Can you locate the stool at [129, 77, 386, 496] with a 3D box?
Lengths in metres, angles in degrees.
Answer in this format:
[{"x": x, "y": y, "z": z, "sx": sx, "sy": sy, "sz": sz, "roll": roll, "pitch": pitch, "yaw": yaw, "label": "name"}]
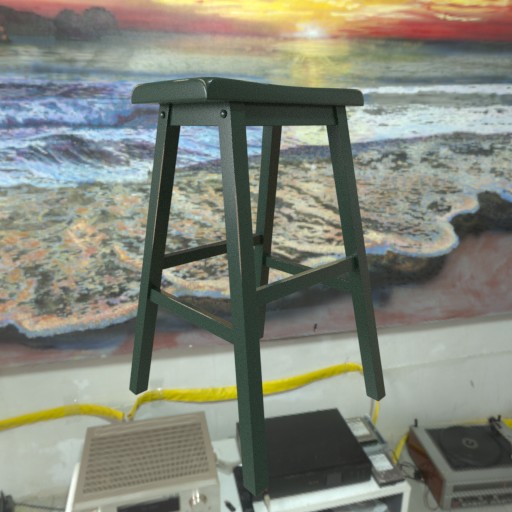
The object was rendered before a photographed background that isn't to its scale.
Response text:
[{"x": 0.000, "y": 0.000, "z": 1.032, "sx": 0.457, "sy": 0.737, "sz": 0.476, "roll": -16, "pitch": 23, "yaw": -42, "label": "stool"}]
